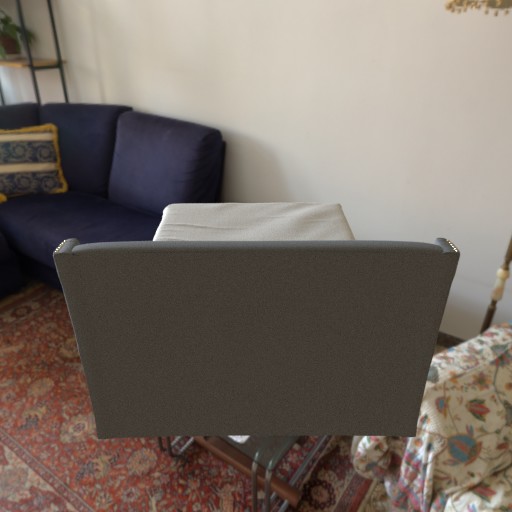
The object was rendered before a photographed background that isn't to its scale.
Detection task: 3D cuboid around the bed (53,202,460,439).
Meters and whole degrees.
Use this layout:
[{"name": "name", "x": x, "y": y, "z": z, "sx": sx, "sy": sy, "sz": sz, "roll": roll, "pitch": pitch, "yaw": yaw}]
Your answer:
[{"name": "bed", "x": 0.000, "y": 0.000, "z": 3.342, "sx": 1.925, "sy": 1.332, "sz": 2.276, "roll": 0, "pitch": 29, "yaw": 0}]
